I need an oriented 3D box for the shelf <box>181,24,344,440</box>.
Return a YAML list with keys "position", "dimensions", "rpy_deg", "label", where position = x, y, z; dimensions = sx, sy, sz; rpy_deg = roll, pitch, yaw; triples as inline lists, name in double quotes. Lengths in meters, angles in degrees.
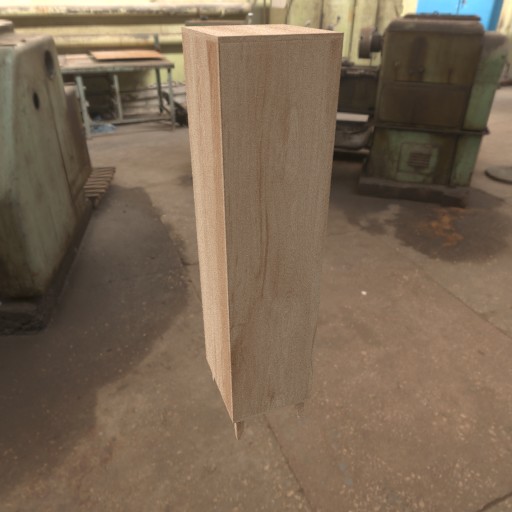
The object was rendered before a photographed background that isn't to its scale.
- position: [0.000, 0.000, 2.148]
  dimensions: [0.450, 1.960, 0.510]
  rpy_deg: [-11, 32, -18]
  label: "shelf"
